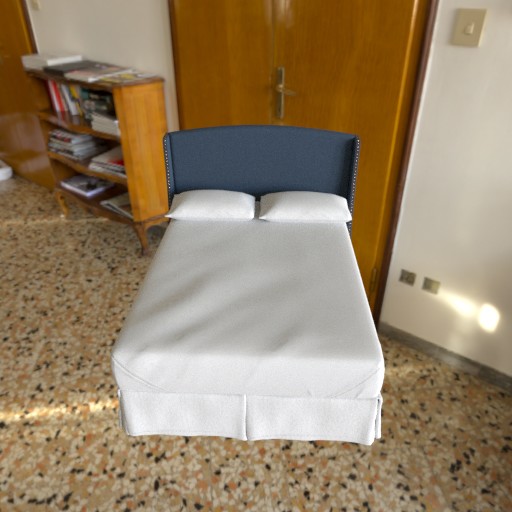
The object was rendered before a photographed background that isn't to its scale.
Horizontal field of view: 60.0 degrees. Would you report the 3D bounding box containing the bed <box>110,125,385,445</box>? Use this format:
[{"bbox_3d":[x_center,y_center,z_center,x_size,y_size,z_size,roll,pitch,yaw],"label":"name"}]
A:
[{"bbox_3d":[0.000,0.000,3.356,1.710,1.407,2.237,1,31,2],"label":"bed"}]
